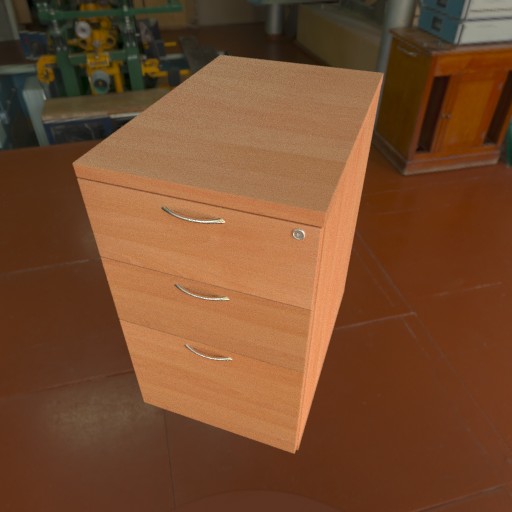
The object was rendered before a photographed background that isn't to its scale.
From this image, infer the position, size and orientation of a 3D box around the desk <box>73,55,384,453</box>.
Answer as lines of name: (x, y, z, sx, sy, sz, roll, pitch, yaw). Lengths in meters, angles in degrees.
desk: (0.000, 0.000, 1.084, 0.404, 0.730, 0.600, 13, 42, 15)
